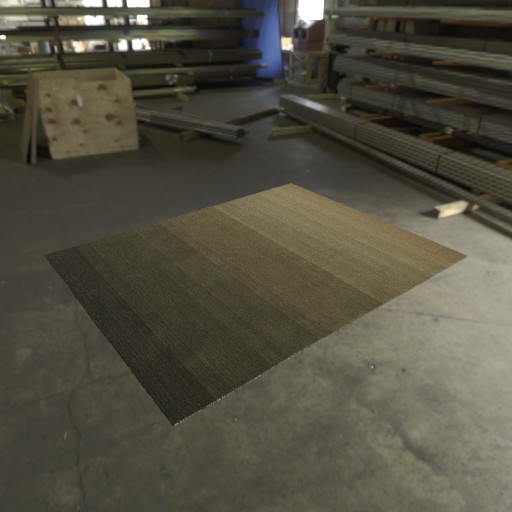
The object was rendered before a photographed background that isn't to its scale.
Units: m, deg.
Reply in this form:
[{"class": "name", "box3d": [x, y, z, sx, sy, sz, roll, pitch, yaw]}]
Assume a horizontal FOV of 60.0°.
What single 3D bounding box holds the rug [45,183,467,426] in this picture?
[{"class": "rug", "box3d": [0.000, 0.000, 3.902, 2.932, 0.015, 2.315, -21, 36, -33]}]
